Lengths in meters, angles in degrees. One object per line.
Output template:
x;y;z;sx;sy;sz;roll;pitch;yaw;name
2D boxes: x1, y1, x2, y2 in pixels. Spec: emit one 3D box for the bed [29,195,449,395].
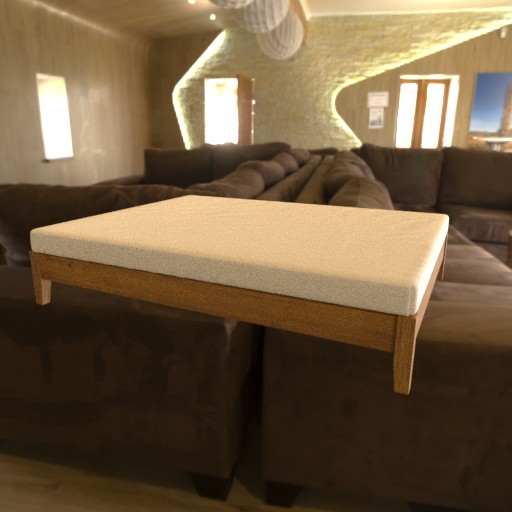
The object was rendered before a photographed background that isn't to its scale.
0.000;0.000;2.667;2.016;0.431;1.536;8;18;25;bed
